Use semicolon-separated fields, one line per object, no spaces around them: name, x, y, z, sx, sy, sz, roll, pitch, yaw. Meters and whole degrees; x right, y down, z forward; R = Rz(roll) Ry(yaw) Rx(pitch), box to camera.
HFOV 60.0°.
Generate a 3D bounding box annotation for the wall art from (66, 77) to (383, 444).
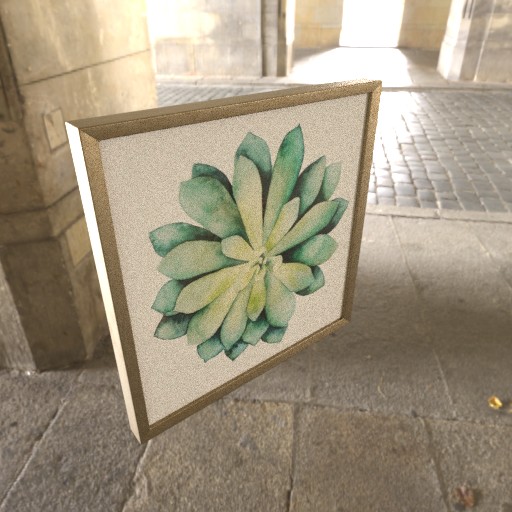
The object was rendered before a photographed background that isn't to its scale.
wall art;0.000;0.000;0.735;0.503;0.506;0.040;-22;37;-32
